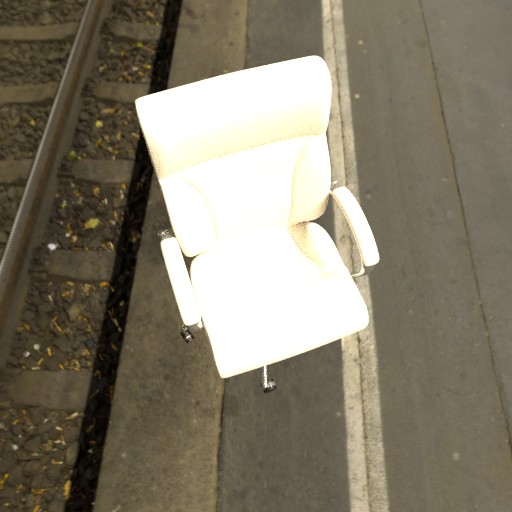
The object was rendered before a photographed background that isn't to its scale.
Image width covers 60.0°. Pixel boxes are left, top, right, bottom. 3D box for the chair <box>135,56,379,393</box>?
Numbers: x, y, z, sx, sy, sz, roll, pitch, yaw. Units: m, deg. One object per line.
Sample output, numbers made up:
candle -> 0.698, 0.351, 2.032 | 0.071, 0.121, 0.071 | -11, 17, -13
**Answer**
chair -> 0.000, 0.000, 1.595 | 0.727, 1.099, 0.745 | -17, 64, -9
